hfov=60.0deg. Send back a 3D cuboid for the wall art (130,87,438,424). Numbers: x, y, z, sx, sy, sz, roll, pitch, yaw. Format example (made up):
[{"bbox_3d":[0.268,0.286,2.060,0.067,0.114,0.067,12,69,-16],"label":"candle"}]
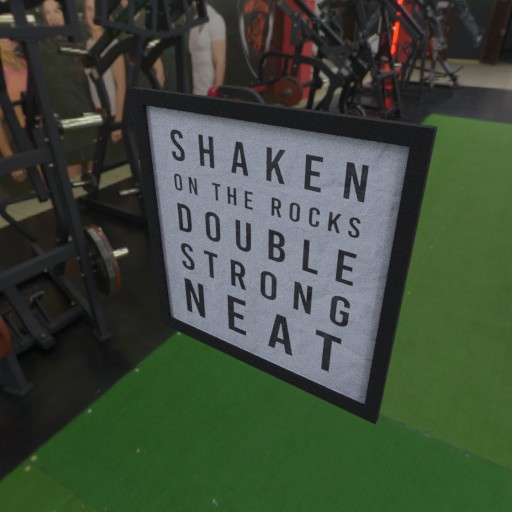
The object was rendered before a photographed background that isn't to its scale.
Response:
[{"bbox_3d":[0.000,0.000,0.692,0.456,0.458,0.013,18,35,28],"label":"wall art"}]
